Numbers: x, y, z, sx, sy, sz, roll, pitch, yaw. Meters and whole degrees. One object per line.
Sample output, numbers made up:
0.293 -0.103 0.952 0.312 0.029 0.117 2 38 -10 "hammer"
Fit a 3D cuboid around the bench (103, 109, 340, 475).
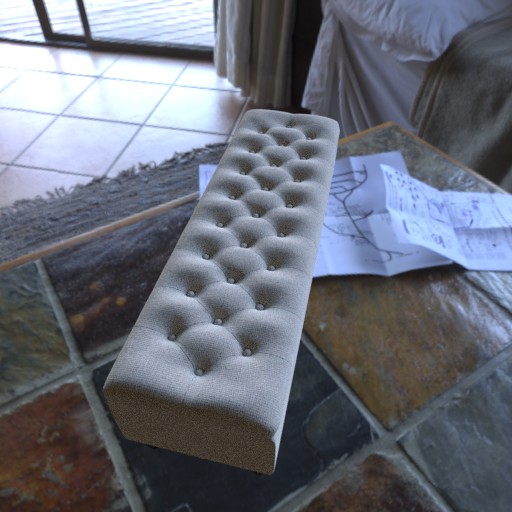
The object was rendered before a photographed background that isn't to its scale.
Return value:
0.000 0.000 1.698 0.455 0.467 1.480 10 46 9 "bench"
